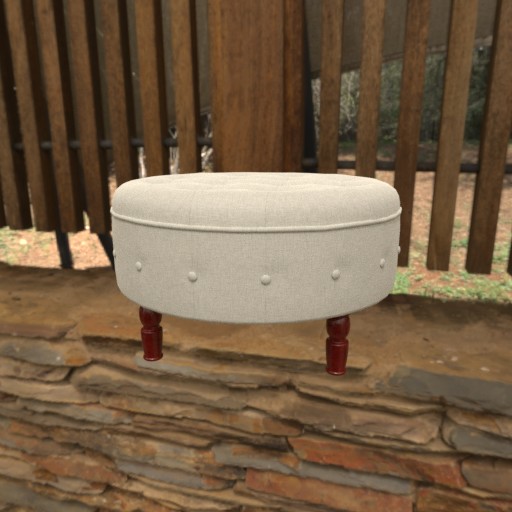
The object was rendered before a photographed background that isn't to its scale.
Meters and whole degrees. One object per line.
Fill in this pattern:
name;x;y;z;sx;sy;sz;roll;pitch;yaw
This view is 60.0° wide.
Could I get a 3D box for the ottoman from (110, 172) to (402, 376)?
ottoman;0.000;0.000;1.395;0.850;0.483;0.850;0;14;0
